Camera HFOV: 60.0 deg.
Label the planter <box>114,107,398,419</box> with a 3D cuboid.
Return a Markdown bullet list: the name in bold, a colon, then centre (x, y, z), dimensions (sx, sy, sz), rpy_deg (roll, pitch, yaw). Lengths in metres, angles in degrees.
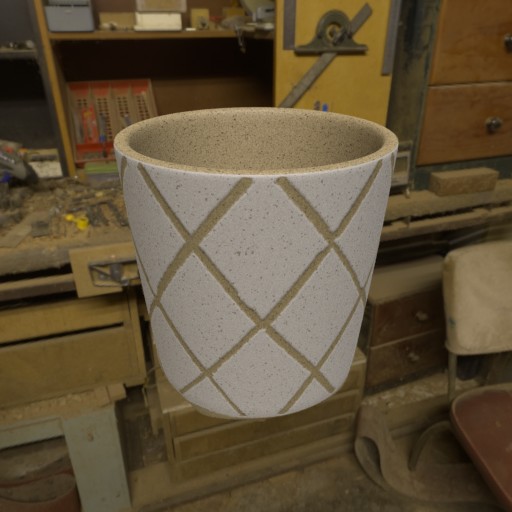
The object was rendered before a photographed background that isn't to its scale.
- **planter**: centre (0.000, 0.000, 0.422), dimensions (0.228, 0.235, 0.228), rpy_deg (0, 28, 0)
